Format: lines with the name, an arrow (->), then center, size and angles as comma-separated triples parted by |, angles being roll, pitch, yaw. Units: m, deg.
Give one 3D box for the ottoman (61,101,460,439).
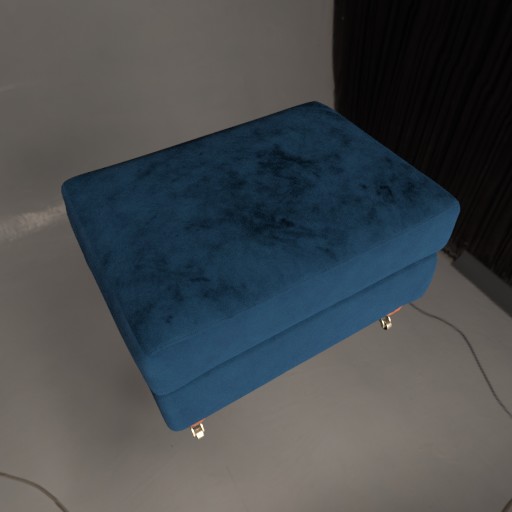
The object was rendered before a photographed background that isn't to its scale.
ottoman -> 0.000, 0.000, 1.154 | 0.773, 0.503, 0.572 | -24, 52, -20
